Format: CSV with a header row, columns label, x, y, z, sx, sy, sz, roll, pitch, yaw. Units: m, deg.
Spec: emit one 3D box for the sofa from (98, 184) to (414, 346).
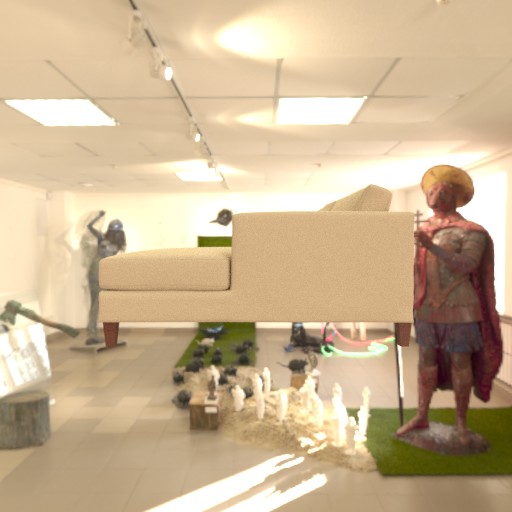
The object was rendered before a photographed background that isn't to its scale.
label,x,y,z,sx,sy,sz,roll,pitch,yaw
sofa,0.000,0.000,3.813,1.625,0.861,3.186,0,1,0
